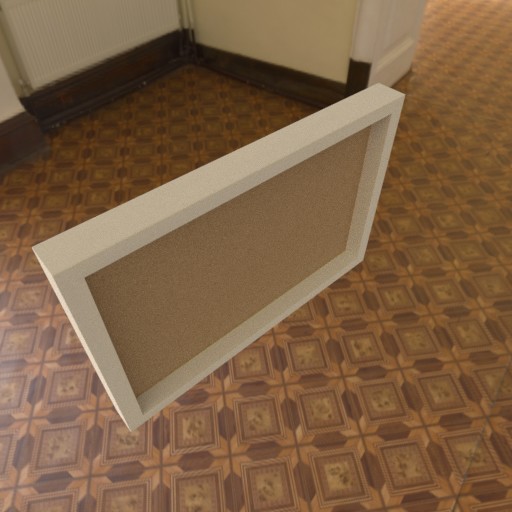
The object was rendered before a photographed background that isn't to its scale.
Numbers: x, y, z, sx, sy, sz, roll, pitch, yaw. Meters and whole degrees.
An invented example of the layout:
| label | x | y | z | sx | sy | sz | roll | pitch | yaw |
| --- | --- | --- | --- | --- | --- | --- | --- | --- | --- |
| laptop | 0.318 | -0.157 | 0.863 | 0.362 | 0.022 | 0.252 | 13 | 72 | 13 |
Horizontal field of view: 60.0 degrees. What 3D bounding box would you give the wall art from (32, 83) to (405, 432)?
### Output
| label | x | y | z | sx | sy | sz | roll | pitch | yaw |
| --- | --- | --- | --- | --- | --- | --- | --- | --- | --- |
| wall art | 0.000 | 0.000 | 0.478 | 0.384 | 0.254 | 0.039 | -32 | 54 | -27 |
